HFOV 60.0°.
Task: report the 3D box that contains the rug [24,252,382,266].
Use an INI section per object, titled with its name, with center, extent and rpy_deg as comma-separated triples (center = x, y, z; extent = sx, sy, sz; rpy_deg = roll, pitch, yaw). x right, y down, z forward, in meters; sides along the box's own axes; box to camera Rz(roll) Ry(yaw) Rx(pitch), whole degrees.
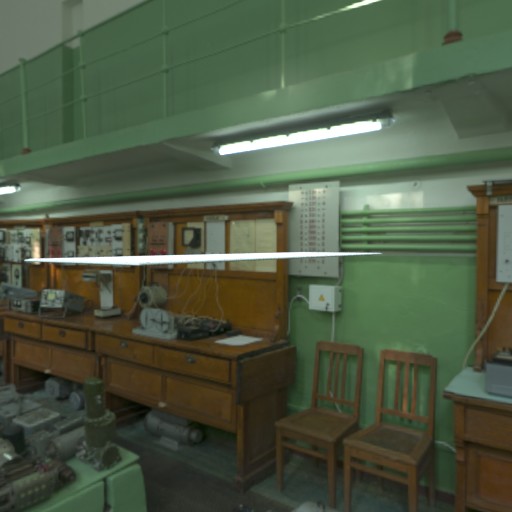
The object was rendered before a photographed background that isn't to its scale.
[rug]
center = 0.000, 0.000, 2.426
extent = 0.662, 0.011, 2.196
rpy_deg = 1, 2, 35
